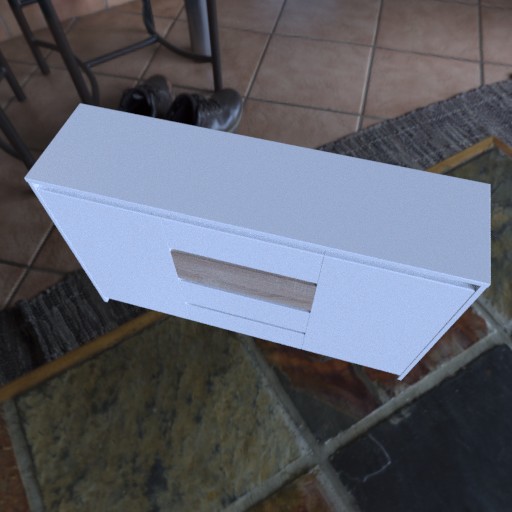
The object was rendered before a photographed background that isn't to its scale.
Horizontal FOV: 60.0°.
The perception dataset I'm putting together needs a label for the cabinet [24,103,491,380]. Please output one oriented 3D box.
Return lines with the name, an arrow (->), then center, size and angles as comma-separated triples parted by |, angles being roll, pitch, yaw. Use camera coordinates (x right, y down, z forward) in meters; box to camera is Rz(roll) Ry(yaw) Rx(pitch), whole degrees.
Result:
cabinet -> 0.000, 0.000, 1.805 | 1.450, 0.900, 0.380 | 13, 59, 8
